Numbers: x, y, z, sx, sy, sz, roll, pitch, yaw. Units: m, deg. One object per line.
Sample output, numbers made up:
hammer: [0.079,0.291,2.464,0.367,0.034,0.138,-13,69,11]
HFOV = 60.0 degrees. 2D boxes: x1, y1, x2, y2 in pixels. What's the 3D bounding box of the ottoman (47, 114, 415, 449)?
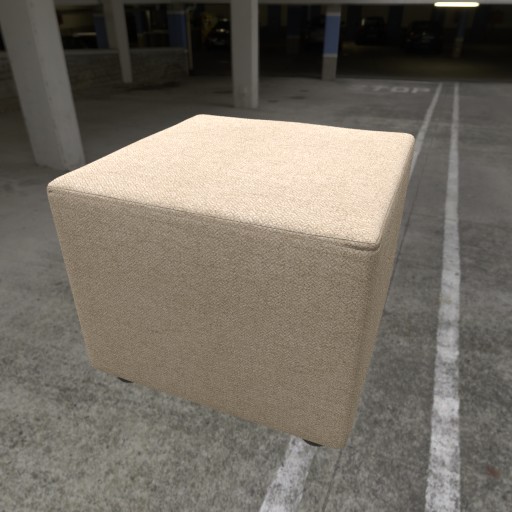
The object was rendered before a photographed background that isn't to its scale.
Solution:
ottoman: [0.000,0.000,0.876,0.508,0.432,0.508,11,32,19]
